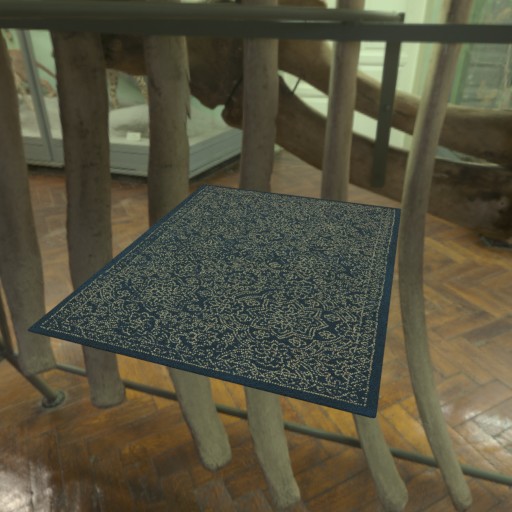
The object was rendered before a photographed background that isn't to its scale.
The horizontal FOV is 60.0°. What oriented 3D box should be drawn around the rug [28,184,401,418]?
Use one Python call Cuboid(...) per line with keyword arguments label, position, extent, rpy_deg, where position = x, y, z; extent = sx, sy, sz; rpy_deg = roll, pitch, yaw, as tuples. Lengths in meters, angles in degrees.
Cuboid(label="rug", position=(0.000, 0.000, 4.078), extent=(2.438, 0.010, 3.048), rpy_deg=(9, 31, 16))
